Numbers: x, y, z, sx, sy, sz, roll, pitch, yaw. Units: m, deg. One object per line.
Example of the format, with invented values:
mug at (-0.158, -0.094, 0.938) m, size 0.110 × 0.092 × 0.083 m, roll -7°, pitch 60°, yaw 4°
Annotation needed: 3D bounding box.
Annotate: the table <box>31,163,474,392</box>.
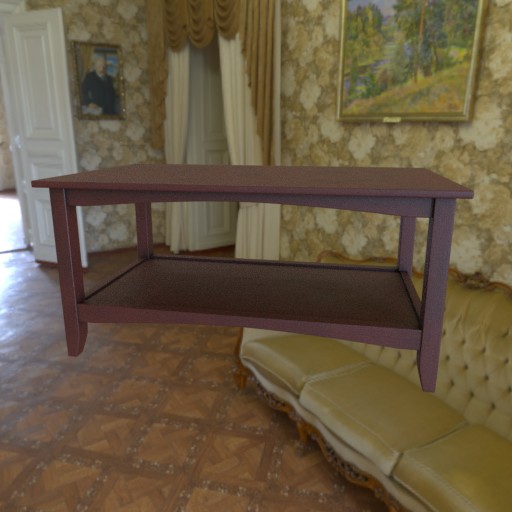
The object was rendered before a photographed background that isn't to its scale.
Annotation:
table at (0.000, 0.000, 1.236) m, size 0.943 × 0.456 × 0.533 m, roll 3°, pitch 16°, yaw 10°
